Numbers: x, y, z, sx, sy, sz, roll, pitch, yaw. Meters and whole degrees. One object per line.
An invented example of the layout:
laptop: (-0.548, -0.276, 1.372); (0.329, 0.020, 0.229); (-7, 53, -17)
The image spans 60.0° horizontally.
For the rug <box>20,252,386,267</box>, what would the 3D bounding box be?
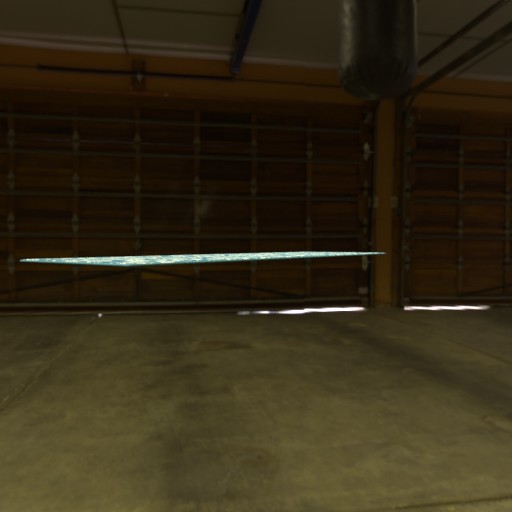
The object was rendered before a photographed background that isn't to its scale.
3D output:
rug: (0.000, 0.000, 2.404); (0.662, 0.011, 2.196); (1, 2, 36)
